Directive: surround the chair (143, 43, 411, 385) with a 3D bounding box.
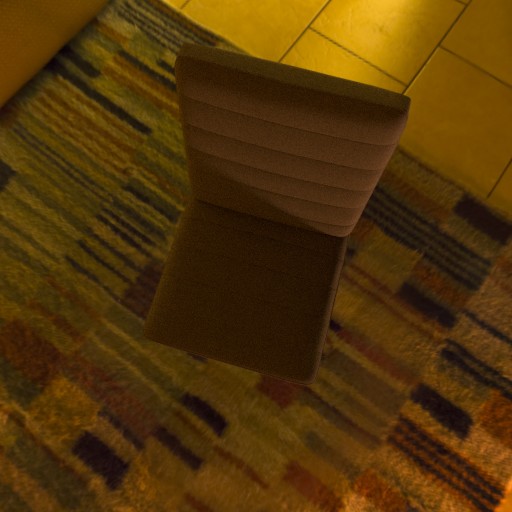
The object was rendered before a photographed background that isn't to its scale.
[{"bbox_3d":[0.000,0.000,1.298,0.520,0.930,0.634,15,76,4],"label":"chair"}]
